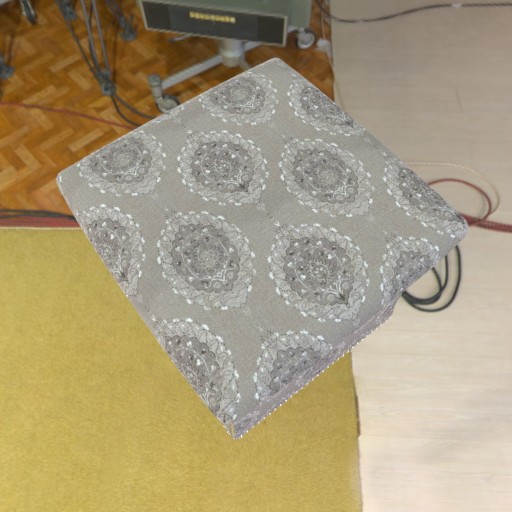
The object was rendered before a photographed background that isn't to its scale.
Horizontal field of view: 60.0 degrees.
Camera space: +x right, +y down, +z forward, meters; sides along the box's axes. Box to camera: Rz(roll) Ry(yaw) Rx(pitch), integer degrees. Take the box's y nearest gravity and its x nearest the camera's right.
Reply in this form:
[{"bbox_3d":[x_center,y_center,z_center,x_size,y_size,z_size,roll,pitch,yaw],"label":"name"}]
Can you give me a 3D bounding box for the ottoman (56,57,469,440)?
[{"bbox_3d":[0.000,0.000,0.886,0.497,0.473,0.507,-34,68,-16],"label":"ottoman"}]
